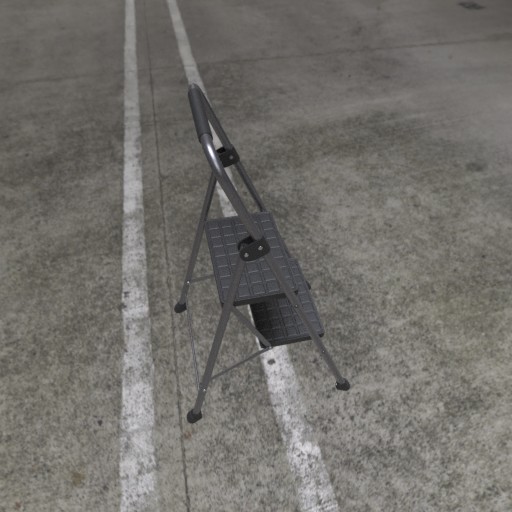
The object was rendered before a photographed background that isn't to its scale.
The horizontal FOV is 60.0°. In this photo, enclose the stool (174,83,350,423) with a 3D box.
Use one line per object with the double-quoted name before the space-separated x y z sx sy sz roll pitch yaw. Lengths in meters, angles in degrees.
"stool" 0.000 0.000 1.181 0.514 0.872 0.450 -9 47 -8
